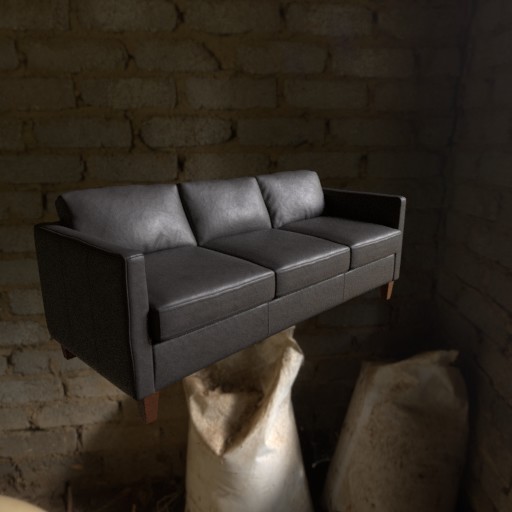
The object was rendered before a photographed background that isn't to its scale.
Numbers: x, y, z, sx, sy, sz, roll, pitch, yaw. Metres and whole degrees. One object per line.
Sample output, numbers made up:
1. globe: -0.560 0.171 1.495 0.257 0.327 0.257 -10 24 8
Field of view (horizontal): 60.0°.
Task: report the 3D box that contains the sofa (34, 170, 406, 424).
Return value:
1. sofa: 0.000 0.000 2.992 1.045 1.006 2.464 15 21 42
